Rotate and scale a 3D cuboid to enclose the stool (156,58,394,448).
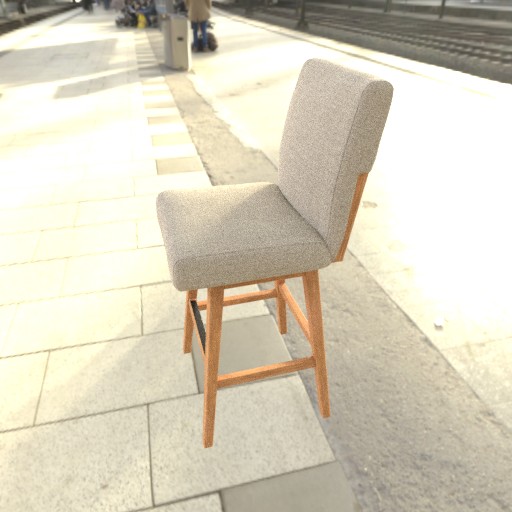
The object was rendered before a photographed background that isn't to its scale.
[{"bbox_3d":[0.000,0.000,1.413,0.569,1.106,0.483,-9,32,-14],"label":"stool"}]
